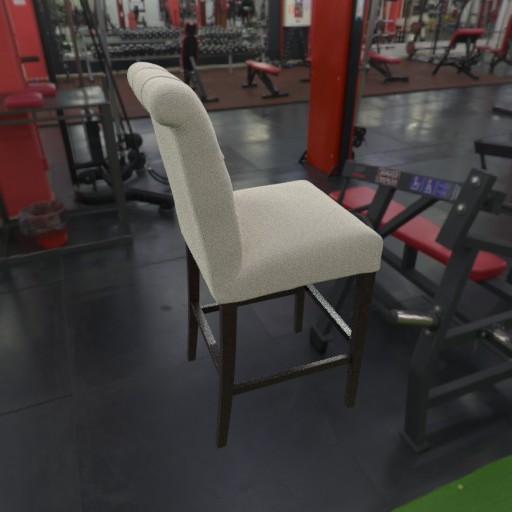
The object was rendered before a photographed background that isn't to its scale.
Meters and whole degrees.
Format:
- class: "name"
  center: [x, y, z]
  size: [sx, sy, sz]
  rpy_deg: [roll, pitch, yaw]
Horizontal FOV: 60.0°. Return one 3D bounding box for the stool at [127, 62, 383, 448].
- class: "stool"
  center: [0.000, 0.000, 1.402]
  size: [0.610, 1.118, 0.482]
  rpy_deg: [-11, 32, -17]
